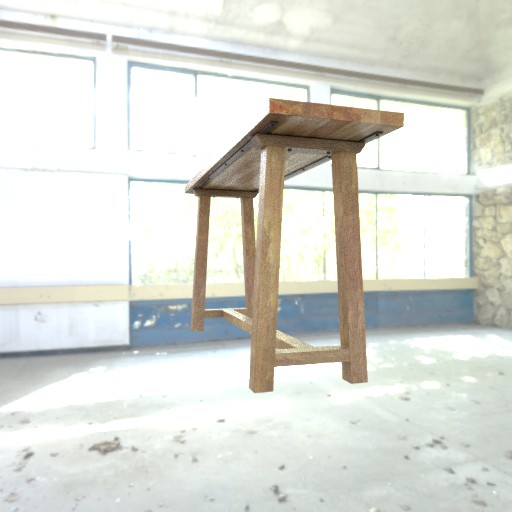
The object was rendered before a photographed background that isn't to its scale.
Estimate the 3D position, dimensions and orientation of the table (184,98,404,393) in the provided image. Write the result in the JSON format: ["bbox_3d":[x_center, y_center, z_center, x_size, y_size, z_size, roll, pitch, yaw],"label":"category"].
[{"bbox_3d":[0.000,0.000,1.924,0.405,0.810,1.524,0,0,-17],"label":"table"}]
